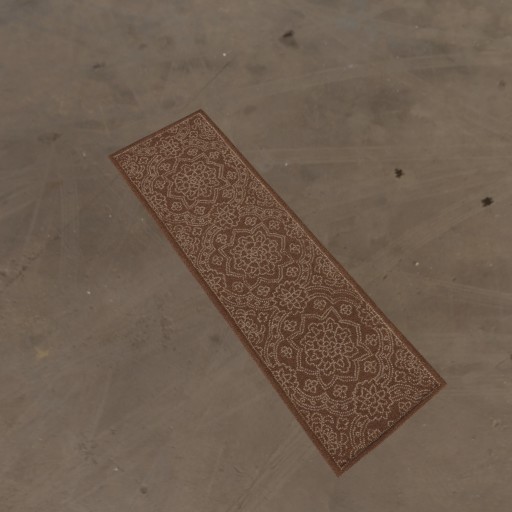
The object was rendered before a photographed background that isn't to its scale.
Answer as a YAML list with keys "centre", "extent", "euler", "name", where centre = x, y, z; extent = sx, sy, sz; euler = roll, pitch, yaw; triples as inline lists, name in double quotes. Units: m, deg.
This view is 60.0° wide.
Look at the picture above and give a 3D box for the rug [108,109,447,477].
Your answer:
- centre: [0.000, 0.000, 2.705]
  extent: [0.769, 0.012, 2.448]
  euler: [-33, 67, -15]
  name: "rug"
